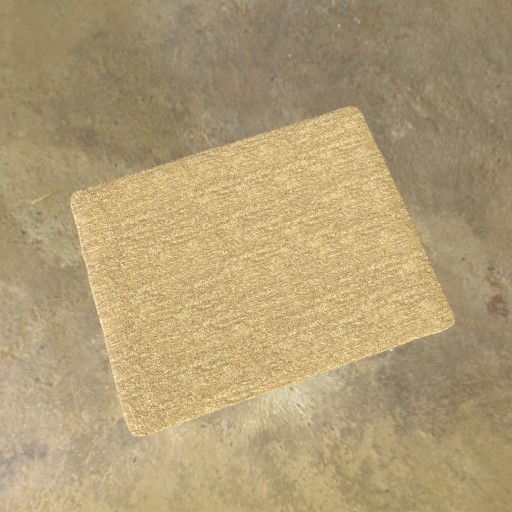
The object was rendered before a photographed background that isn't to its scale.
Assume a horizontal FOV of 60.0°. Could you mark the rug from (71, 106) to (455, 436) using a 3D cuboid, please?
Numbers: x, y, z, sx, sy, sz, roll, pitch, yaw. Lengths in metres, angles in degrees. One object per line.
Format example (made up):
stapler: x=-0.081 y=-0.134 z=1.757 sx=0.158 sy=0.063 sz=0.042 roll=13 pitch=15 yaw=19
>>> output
rug: x=0.000 y=0.000 z=3.865 sx=2.873 sy=0.050 sz=2.242 roll=-18 pitch=76 yaw=-5
